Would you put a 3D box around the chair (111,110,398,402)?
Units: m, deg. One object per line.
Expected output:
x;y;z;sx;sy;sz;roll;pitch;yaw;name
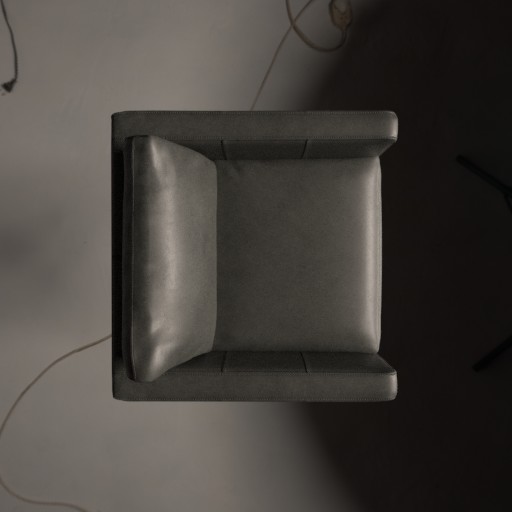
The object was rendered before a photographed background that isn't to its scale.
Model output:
0.000;0.000;1.490;0.861;0.824;0.967;0;90;0;chair
